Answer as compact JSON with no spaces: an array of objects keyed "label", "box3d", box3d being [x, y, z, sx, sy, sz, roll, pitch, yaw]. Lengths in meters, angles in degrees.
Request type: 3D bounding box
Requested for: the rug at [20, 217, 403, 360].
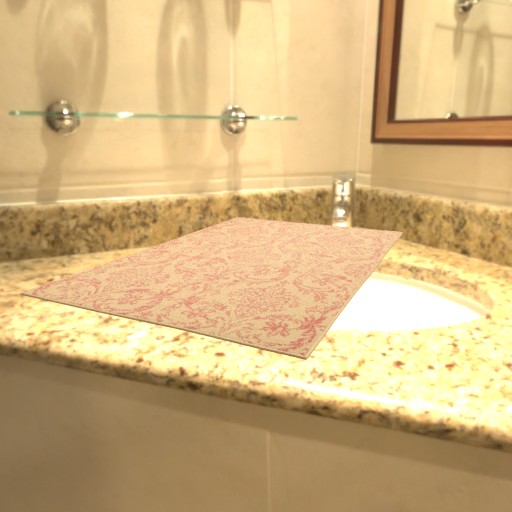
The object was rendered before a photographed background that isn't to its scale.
[{"label":"rug","box3d":[0.000,0.000,3.463,1.819,0.018,2.746,7,17,25]}]
